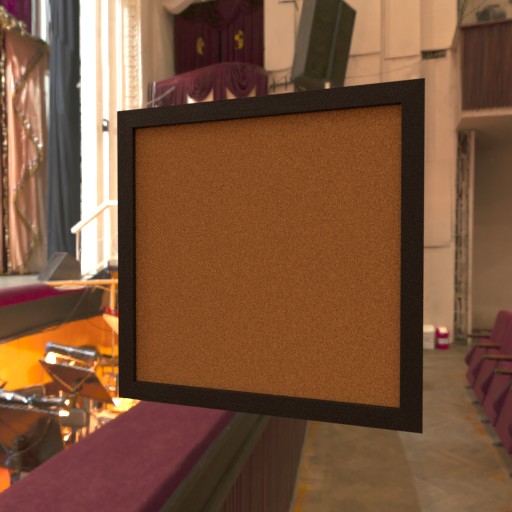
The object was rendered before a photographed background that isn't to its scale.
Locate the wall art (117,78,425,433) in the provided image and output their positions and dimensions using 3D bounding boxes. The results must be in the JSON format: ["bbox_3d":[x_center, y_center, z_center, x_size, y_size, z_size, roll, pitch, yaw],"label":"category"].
[{"bbox_3d":[0.000,0.000,1.436,1.016,1.016,0.038,0,1,18],"label":"wall art"}]
